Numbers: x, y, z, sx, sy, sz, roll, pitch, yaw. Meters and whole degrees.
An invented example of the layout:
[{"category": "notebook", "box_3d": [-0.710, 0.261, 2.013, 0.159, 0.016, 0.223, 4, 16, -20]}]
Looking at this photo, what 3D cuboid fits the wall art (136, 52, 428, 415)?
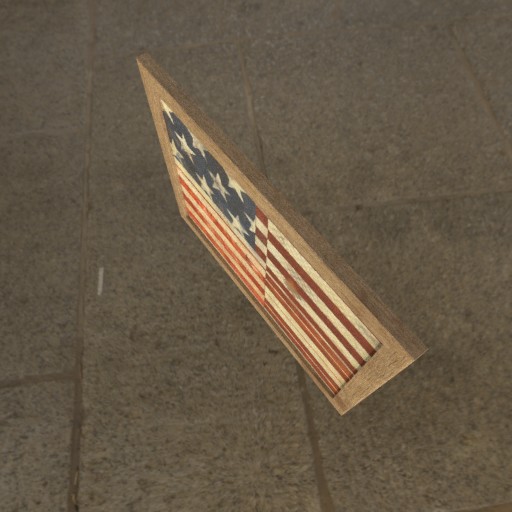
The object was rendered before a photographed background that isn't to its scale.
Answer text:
[{"category": "wall art", "box_3d": [0.000, 0.000, 0.921, 0.026, 0.535, 0.690, -34, 68, -16]}]
